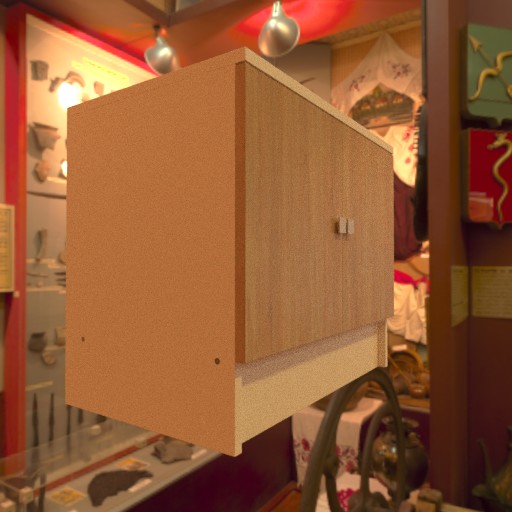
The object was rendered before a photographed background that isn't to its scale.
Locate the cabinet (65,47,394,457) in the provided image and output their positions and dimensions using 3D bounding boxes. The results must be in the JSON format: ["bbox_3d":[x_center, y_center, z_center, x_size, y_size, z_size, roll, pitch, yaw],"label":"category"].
[{"bbox_3d":[0.000,0.000,0.914,0.400,0.522,0.600,-1,-1,35],"label":"cabinet"}]
